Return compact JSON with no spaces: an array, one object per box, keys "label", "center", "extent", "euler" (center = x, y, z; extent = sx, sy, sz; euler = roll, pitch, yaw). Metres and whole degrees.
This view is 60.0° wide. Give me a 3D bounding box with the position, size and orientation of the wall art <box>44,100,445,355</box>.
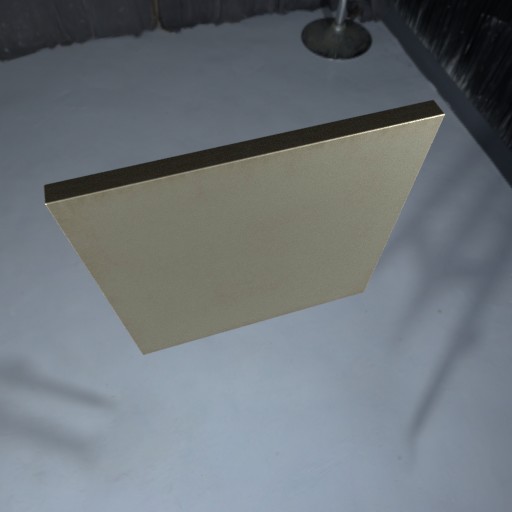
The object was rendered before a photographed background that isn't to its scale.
[{"label":"wall art","center":[0.000,0.000,0.757],"extent":[0.503,0.506,0.030],"euler":[-15,59,-9]}]
